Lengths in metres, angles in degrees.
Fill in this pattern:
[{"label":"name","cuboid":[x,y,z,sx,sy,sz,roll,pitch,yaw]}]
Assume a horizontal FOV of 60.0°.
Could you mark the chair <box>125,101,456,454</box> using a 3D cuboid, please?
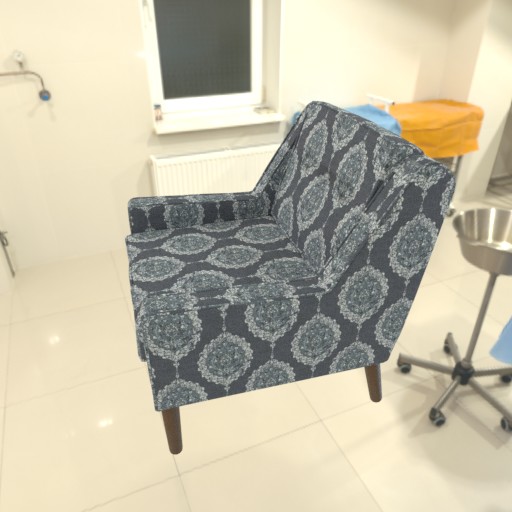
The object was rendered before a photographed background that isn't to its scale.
[{"label":"chair","cuboid":[0.000,0.000,1.324,0.743,0.792,0.663,-9,32,-14]}]
